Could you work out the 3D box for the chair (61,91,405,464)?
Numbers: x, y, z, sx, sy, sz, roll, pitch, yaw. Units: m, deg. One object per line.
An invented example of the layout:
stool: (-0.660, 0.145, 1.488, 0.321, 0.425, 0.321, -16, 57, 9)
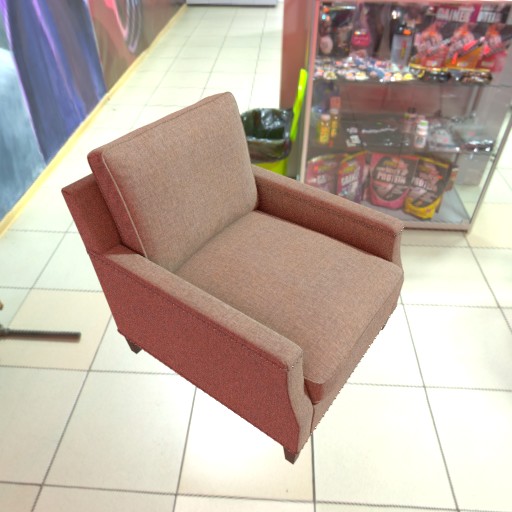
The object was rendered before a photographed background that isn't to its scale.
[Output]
chair: (0.000, 0.000, 1.721, 1.014, 0.943, 0.853, 25, 47, 27)
